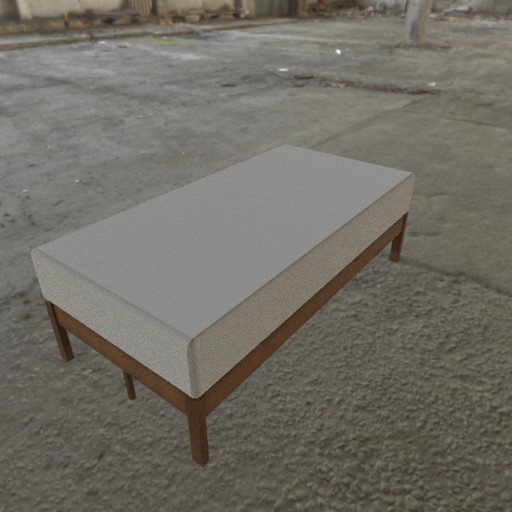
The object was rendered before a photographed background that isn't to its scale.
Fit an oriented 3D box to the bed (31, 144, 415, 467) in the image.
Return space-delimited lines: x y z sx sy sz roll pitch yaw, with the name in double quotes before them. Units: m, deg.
"bed" 0.000 0.000 2.416 0.961 0.616 1.902 22 37 32
